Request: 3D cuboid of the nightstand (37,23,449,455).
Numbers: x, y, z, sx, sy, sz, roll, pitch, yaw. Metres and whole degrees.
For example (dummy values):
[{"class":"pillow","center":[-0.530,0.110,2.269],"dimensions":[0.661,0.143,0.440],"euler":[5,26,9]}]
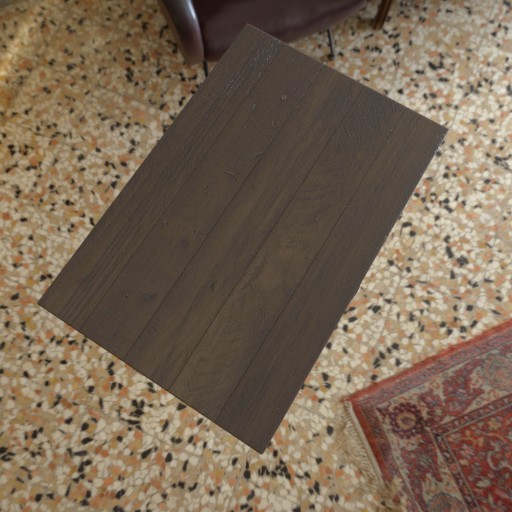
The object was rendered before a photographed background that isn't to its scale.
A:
[{"class":"nightstand","center":[0.000,0.000,1.058],"dimensions":[0.450,0.599,0.650],"euler":[31,78,8]}]
